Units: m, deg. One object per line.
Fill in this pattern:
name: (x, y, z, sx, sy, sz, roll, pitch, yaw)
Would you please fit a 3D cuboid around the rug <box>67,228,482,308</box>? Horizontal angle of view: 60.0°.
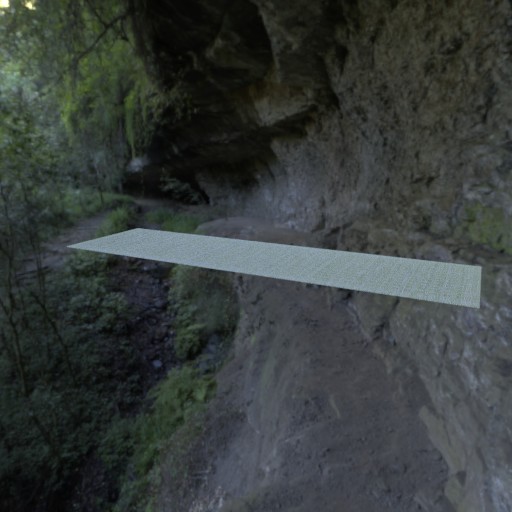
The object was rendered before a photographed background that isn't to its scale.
rug: (0.000, 0.000, 2.676, 2.437, 0.006, 0.686, 7, 16, 26)
